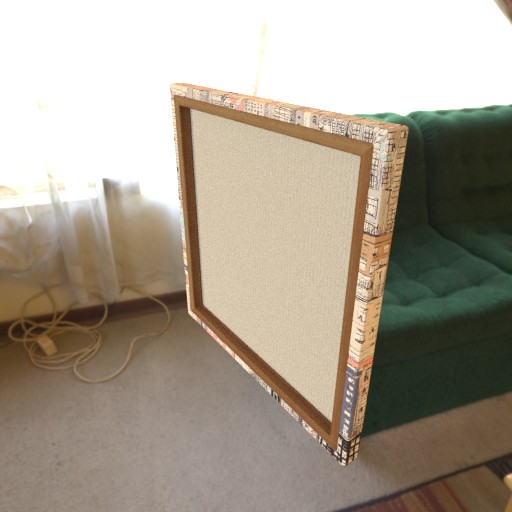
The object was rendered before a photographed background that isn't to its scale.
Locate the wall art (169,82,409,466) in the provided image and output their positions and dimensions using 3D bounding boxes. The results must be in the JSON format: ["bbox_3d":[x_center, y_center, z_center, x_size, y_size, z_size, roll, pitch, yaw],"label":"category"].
[{"bbox_3d":[0.000,0.000,0.900,0.038,0.608,0.607,-18,32,-31],"label":"wall art"}]
